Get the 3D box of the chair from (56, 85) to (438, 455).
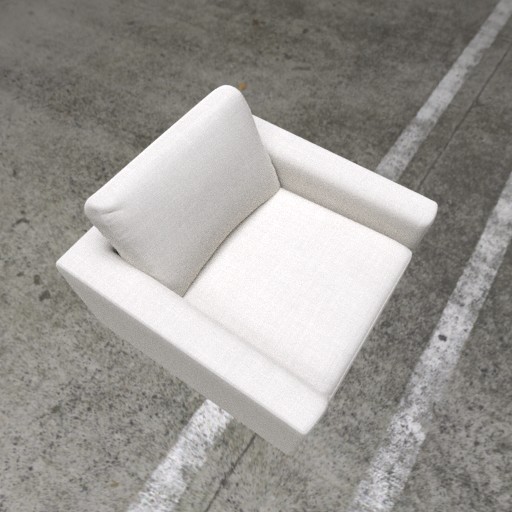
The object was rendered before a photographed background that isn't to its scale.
[{"bbox_3d":[0.000,0.000,1.855,1.100,0.876,1.070,30,64,16],"label":"chair"}]
